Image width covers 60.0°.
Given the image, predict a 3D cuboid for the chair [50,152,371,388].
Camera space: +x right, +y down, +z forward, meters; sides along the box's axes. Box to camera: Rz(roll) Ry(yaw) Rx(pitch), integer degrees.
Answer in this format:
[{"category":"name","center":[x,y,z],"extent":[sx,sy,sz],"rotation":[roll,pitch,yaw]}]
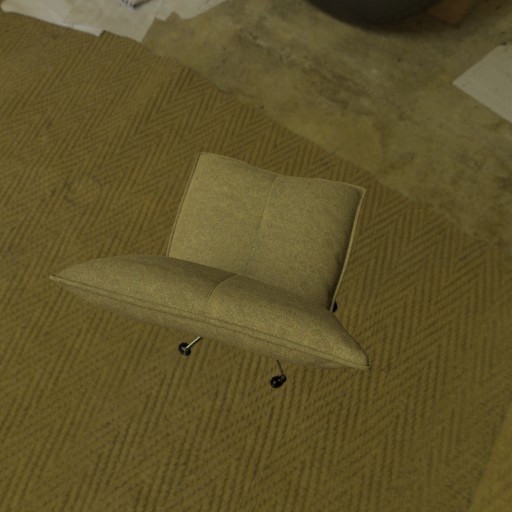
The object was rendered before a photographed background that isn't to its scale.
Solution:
[{"category":"chair","center":[0.000,0.000,1.268],"extent":[0.597,0.811,0.696],"rotation":[15,65,7]}]
